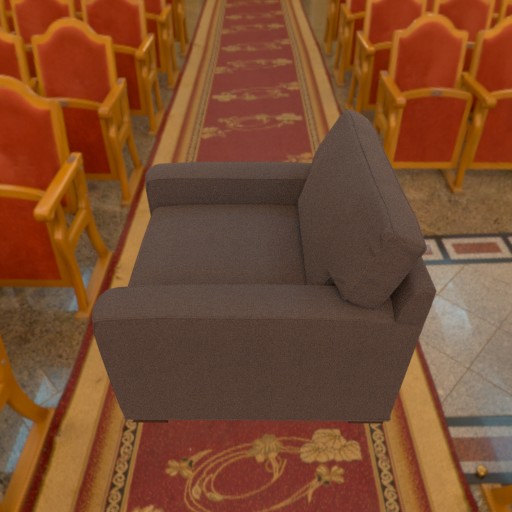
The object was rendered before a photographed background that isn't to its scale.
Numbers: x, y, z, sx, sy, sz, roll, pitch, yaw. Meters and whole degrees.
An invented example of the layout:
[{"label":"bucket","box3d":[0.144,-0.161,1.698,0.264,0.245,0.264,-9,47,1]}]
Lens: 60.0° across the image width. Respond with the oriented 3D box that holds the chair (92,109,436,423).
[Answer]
[{"label":"chair","box3d":[0.000,0.000,1.818,1.043,0.913,0.997,0,40,0]}]
